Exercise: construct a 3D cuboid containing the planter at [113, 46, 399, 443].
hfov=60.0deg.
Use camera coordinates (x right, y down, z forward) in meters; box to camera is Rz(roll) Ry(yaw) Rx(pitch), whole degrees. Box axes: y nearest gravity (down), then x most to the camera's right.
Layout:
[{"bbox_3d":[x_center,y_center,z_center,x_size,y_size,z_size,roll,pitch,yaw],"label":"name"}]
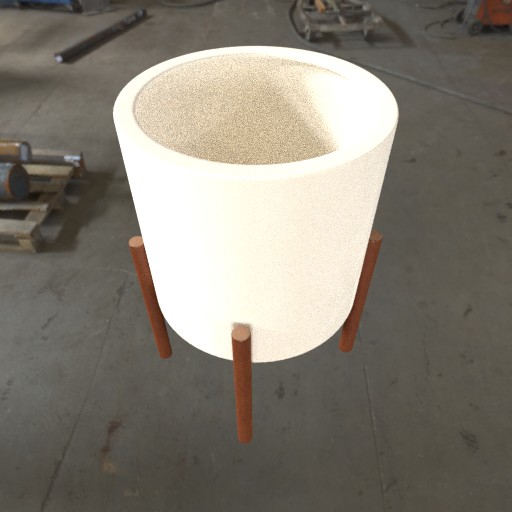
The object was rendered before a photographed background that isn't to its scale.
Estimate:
[{"bbox_3d":[0.000,0.000,0.900,0.417,0.670,0.417,-33,54,-29],"label":"planter"}]
